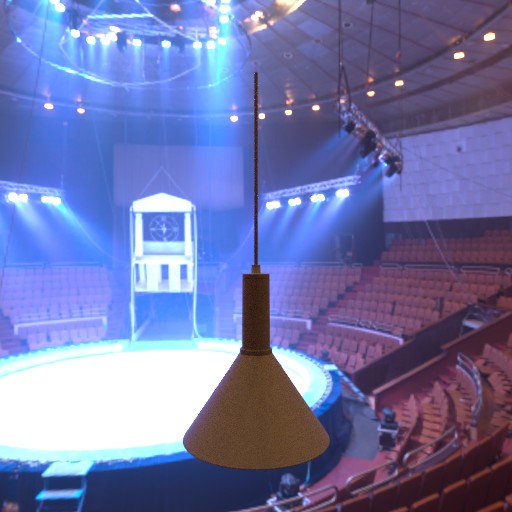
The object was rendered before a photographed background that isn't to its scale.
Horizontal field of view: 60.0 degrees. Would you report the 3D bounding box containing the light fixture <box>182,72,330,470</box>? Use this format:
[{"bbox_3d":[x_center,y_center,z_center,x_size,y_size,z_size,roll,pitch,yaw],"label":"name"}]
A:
[{"bbox_3d":[0.000,0.000,0.820,0.267,0.683,0.267,0,-1,-18],"label":"light fixture"}]
